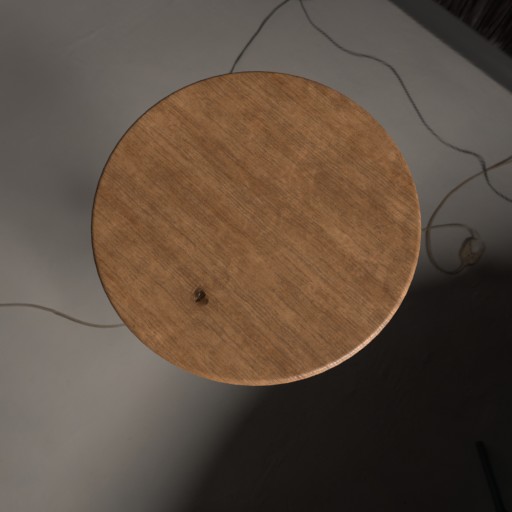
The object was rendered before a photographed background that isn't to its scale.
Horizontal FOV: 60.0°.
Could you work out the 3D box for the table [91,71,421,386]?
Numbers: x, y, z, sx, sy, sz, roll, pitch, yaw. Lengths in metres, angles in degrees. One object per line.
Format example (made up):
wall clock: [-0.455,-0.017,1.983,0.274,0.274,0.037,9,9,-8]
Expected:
table: [0.000,0.000,0.797,0.432,0.460,0.432,0,76,0]
